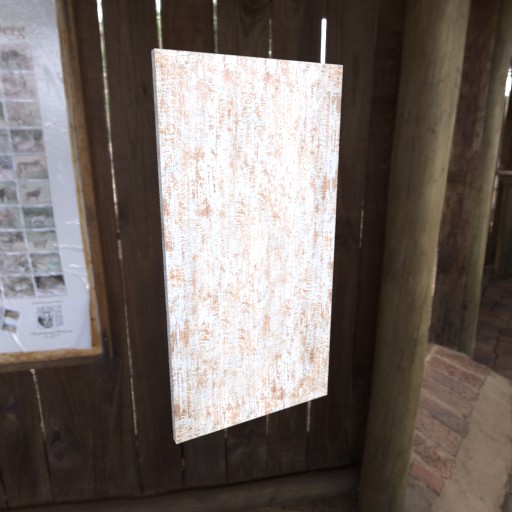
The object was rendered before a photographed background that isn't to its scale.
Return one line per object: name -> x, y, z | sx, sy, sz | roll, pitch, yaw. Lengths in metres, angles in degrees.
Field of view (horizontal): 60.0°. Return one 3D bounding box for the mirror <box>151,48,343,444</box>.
mirror -> 0.000, 0.000, 1.121 | 0.472, 0.922, 0.027 | -8, 17, -27
